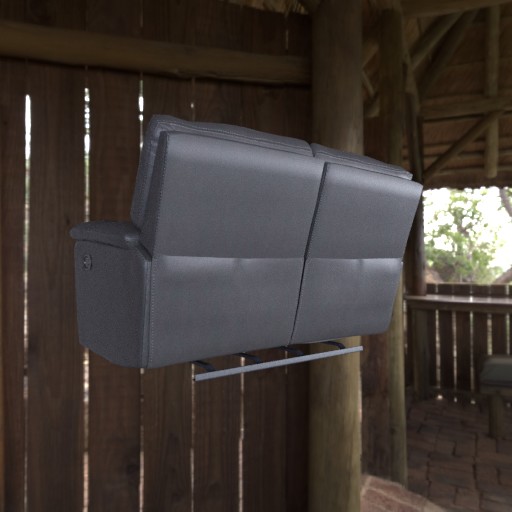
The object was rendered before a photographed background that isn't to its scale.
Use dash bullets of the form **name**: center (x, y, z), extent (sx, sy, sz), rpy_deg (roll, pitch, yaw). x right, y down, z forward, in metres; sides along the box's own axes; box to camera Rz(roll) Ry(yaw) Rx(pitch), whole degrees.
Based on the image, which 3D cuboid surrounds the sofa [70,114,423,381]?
- **sofa**: center (0.000, 0.000, 2.473), extent (1.765, 1.111, 1.104), rpy_deg (1, -1, -38)
